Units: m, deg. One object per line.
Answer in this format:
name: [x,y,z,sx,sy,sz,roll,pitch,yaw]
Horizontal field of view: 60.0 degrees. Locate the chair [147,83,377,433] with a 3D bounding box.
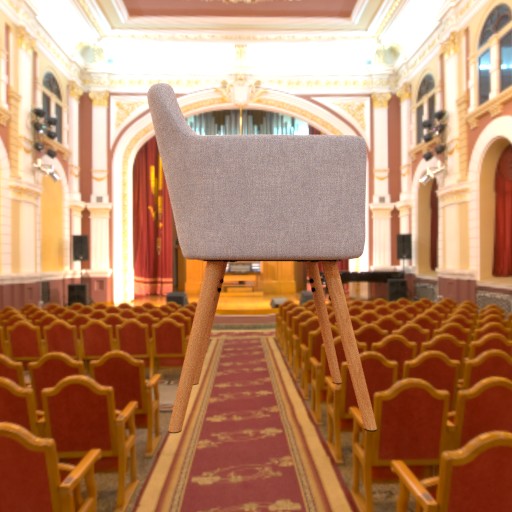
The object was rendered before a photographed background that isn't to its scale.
chair: [0.000,0.000,1.183,0.540,0.780,0.570,0,-1,-1]
